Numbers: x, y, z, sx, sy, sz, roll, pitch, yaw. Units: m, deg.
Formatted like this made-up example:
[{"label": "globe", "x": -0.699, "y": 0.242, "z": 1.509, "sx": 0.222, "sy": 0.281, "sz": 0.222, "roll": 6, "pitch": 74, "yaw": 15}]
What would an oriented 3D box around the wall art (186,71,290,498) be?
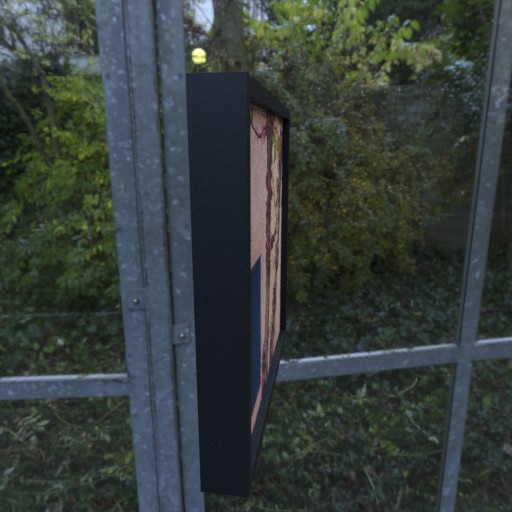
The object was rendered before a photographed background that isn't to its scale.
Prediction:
[{"label": "wall art", "x": 0.000, "y": 0.000, "z": 0.450, "sx": 0.038, "sy": 0.304, "sz": 0.305, "roll": 2, "pitch": 14, "yaw": 9}]
